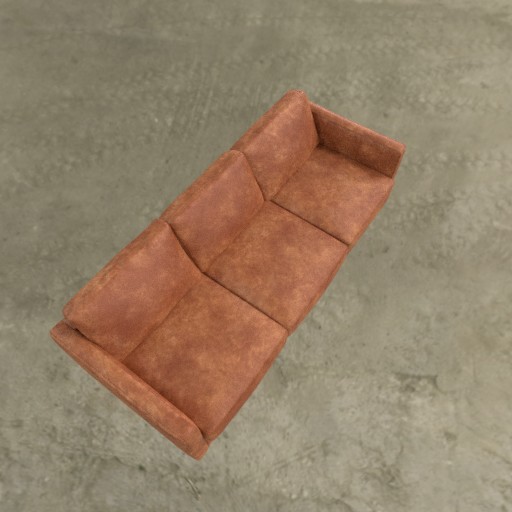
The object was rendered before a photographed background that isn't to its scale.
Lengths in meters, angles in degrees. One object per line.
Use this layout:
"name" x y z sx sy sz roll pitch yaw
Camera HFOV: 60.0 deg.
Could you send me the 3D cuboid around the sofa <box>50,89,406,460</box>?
"sofa" 0.000 0.000 3.032 1.045 1.006 2.464 31 63 18
